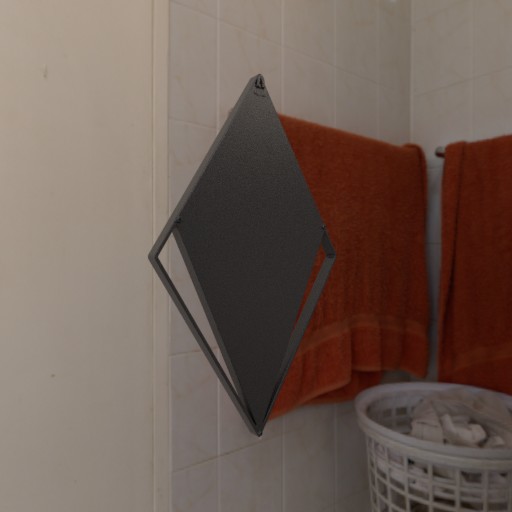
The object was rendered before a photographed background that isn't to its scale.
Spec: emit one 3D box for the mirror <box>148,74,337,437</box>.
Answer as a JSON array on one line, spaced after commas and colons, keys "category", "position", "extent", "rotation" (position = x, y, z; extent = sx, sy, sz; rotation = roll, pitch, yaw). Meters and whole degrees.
[{"category": "mirror", "position": [0.000, 0.000, 0.837], "extent": [0.419, 0.679, 0.032], "rotation": [0, 0, -37]}]
